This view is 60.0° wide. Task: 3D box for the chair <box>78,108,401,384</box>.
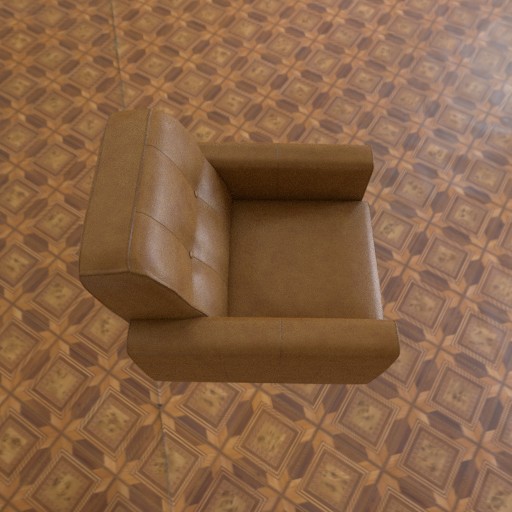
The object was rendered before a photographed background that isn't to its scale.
[{"bbox_3d":[0.000,0.000,1.664,0.942,0.968,0.845,0,63,0],"label":"chair"}]
